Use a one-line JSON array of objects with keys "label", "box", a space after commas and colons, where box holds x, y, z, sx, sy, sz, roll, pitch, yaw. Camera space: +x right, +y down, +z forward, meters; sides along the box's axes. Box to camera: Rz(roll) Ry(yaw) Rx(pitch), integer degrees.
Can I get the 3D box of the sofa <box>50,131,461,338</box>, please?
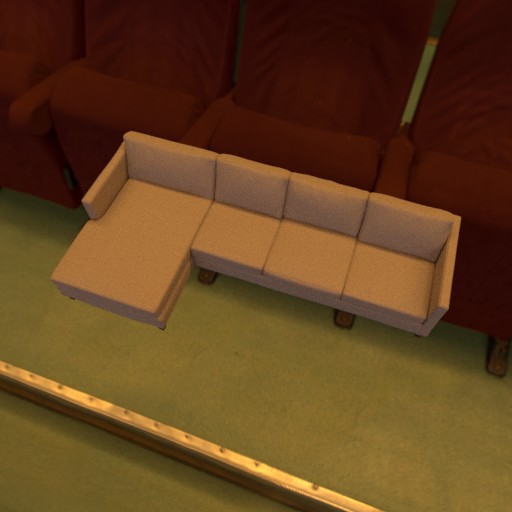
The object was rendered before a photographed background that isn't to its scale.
[{"label": "sofa", "box": [0.000, 0.000, 3.879, 3.186, 0.846, 1.625, 17, 60, 10]}]
